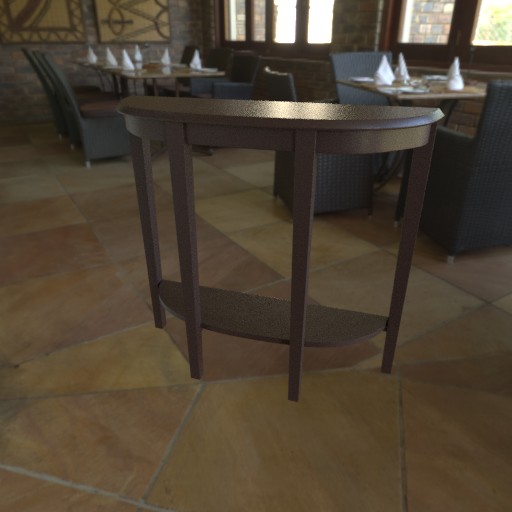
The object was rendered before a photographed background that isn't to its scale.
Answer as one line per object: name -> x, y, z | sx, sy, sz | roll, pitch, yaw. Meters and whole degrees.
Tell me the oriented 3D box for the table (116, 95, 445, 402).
table -> 0.000, 0.000, 1.299 | 0.909, 0.831, 0.274 | 8, 28, 16
